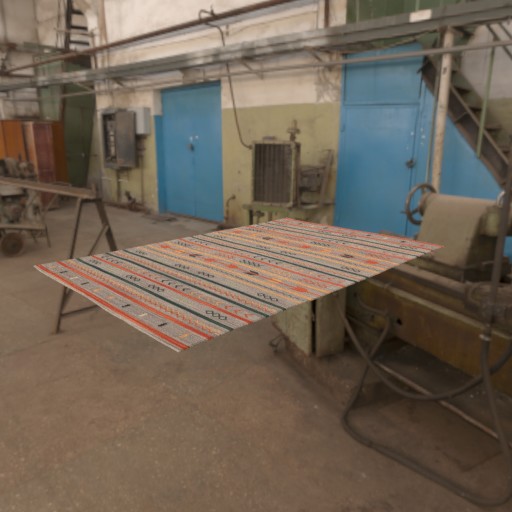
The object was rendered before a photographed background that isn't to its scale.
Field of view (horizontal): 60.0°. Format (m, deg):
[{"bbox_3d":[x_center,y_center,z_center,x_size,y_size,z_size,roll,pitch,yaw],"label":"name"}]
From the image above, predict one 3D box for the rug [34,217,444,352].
[{"bbox_3d":[0.000,0.000,2.343,1.835,0.017,1.220,-15,21,-42],"label":"rug"}]
